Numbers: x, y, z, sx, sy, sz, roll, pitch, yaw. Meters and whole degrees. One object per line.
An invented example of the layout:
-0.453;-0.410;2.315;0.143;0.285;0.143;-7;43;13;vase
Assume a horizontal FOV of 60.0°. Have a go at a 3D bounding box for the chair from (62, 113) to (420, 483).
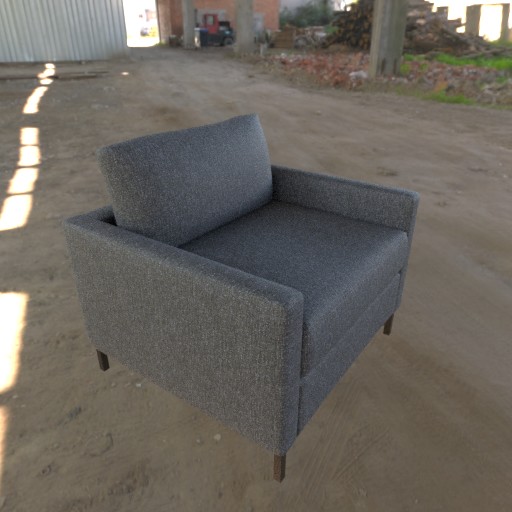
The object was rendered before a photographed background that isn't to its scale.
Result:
0.000;0.000;1.598;0.866;0.861;0.963;18;32;31;chair
